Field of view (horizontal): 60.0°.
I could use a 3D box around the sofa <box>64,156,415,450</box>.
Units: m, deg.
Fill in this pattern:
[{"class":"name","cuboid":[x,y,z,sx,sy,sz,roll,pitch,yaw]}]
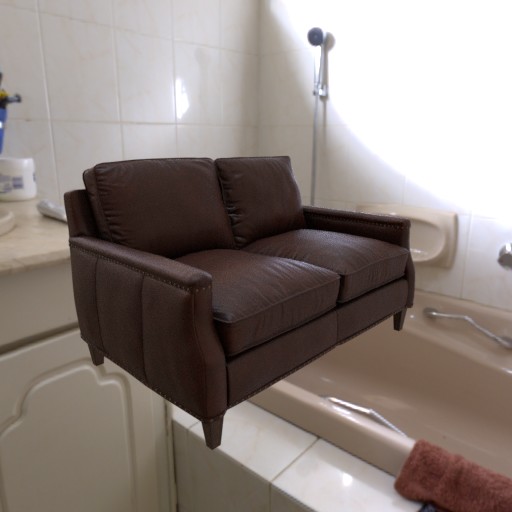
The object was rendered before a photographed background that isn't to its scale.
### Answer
[{"class":"sofa","cuboid":[0.000,0.000,2.325,1.083,1.003,1.628,14,20,42]}]
